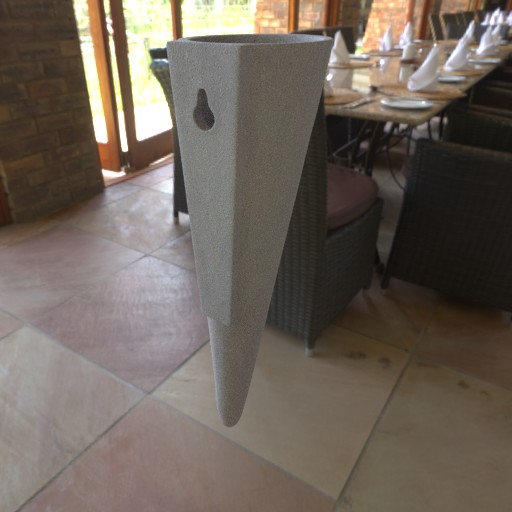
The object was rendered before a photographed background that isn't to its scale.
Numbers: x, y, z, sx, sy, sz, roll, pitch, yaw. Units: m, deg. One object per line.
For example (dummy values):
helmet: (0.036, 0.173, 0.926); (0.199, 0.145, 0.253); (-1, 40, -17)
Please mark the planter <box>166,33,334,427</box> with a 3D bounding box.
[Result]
planter: (0.000, 0.000, 0.293); (0.078, 0.259, 0.087); (20, 35, 31)
